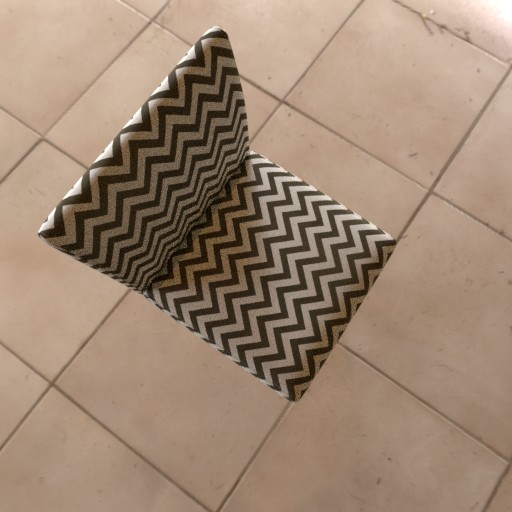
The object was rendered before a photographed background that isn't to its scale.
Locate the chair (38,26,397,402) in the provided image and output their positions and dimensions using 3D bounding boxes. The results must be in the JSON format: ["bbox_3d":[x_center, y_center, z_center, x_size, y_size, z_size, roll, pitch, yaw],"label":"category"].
[{"bbox_3d":[0.000,0.000,1.262,0.648,0.838,0.589,34,78,8],"label":"chair"}]
